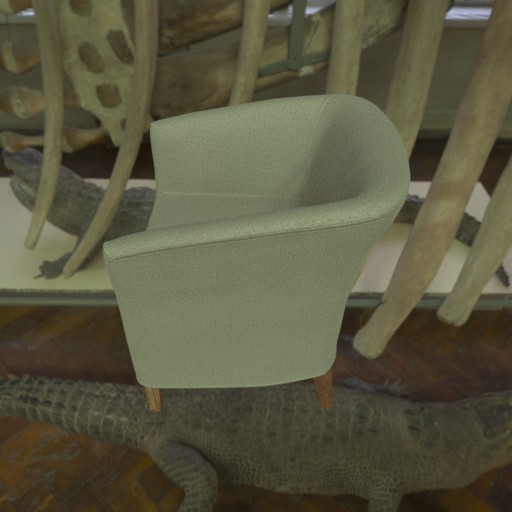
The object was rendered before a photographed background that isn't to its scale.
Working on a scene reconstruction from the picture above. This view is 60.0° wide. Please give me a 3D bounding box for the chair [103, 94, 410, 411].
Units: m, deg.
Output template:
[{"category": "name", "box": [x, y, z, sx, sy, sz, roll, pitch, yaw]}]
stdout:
[{"category": "chair", "box": [0.000, 0.000, 1.280, 0.668, 0.771, 0.600, 0, 42, 0]}]
